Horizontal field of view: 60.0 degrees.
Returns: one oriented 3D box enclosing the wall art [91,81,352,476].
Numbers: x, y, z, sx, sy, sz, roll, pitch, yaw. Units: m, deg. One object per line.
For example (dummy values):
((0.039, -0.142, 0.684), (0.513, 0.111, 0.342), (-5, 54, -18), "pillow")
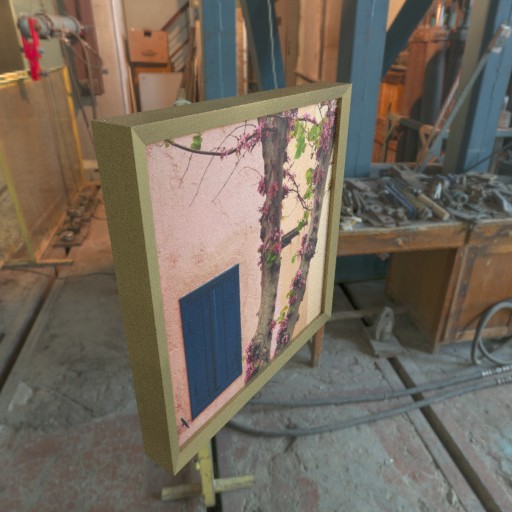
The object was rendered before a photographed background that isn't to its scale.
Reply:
((0.000, 0.000, 0.448), (0.038, 0.305, 0.304), (18, 32, 31), "wall art")
